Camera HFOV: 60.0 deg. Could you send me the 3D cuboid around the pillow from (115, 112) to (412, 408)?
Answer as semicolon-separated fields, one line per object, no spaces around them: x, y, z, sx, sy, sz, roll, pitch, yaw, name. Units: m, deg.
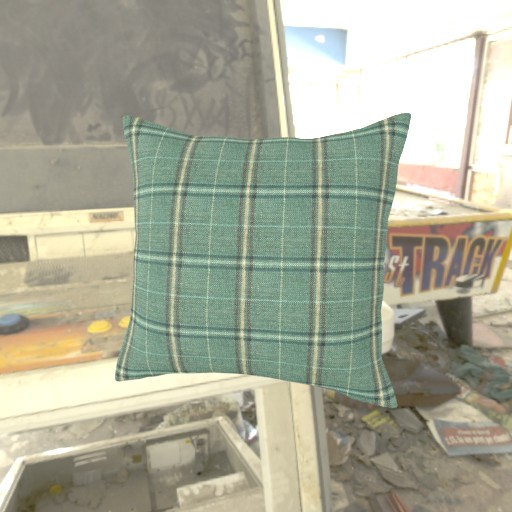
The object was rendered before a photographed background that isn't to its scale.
0.000;0.000;0.693;0.453;0.430;0.200;2;16;8;pillow
